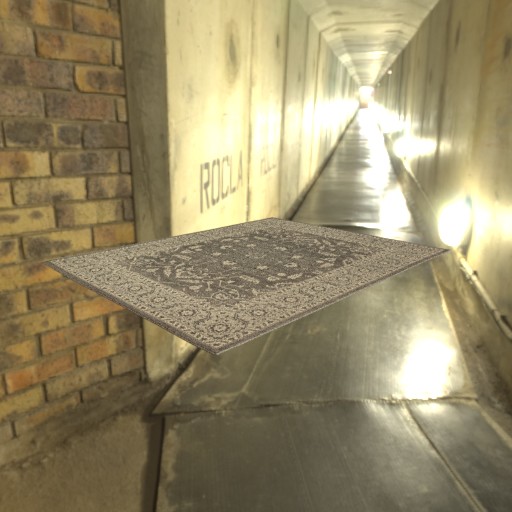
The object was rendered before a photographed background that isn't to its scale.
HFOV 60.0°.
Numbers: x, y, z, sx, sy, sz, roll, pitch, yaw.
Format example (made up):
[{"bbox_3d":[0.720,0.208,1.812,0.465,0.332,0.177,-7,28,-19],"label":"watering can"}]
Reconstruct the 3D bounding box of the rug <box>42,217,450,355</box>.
[{"bbox_3d":[0.000,0.000,4.216,3.069,0.026,2.451,-15,22,-43],"label":"rug"}]
